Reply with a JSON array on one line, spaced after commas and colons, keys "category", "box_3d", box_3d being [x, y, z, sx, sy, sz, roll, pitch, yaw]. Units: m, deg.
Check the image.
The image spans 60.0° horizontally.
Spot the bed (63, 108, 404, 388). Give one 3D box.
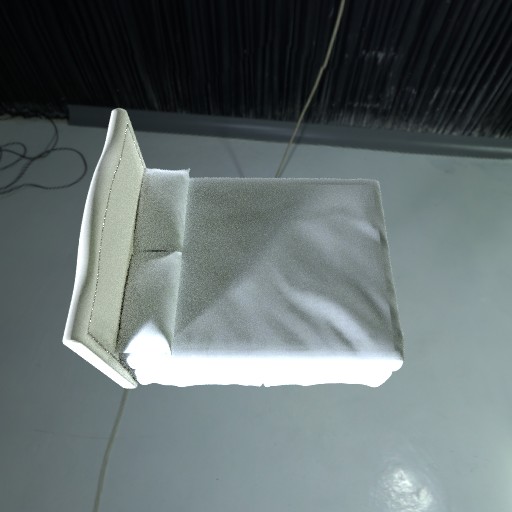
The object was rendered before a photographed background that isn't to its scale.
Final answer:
[{"category": "bed", "box_3d": [0.000, 0.000, 3.383, 2.143, 1.460, 1.753, 1, 63, 0]}]
